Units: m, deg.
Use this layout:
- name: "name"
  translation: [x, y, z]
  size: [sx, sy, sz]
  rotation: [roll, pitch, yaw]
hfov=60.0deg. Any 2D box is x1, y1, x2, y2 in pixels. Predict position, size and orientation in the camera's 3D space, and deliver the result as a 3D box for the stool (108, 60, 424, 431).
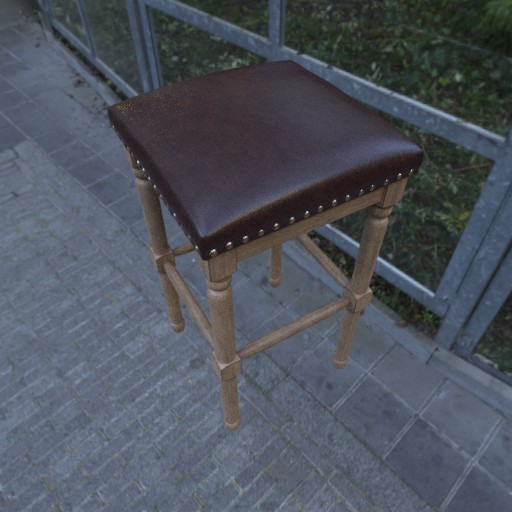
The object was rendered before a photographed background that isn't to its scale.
- name: "stool"
  translation: [0.000, 0.000, 0.937]
  size: [0.383, 0.702, 0.382]
  rotation: [-23, 51, -20]
